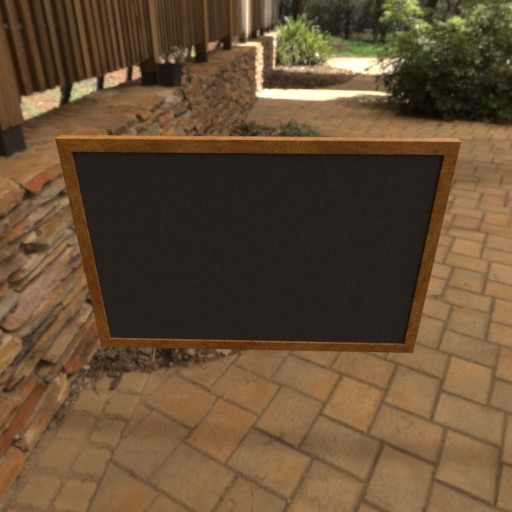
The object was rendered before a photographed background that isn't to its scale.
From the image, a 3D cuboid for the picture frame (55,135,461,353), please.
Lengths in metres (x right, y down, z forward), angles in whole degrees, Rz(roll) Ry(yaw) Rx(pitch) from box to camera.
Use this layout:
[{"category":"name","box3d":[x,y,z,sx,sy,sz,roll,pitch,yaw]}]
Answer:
[{"category":"picture frame","box3d":[0.000,0.000,1.170,0.922,0.621,0.029,1,29,1]}]
